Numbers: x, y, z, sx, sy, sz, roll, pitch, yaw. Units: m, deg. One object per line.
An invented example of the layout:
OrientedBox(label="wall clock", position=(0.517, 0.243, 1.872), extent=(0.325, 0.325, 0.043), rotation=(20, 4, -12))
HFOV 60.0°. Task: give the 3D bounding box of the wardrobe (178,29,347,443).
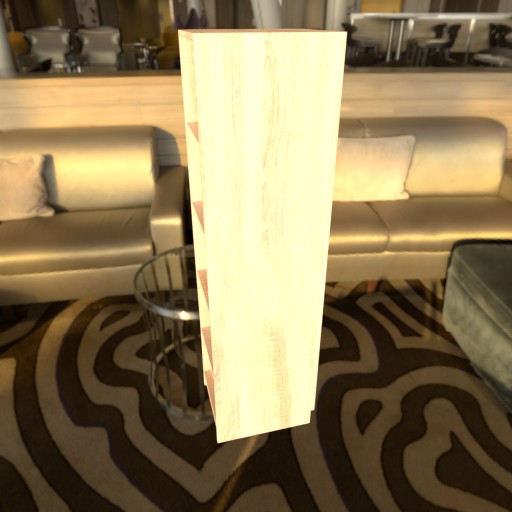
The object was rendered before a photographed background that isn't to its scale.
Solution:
OrientedBox(label="wardrobe", position=(0.000, 0.000, 2.336), extent=(0.588, 2.117, 0.496), rotation=(-7, 29, -13))
